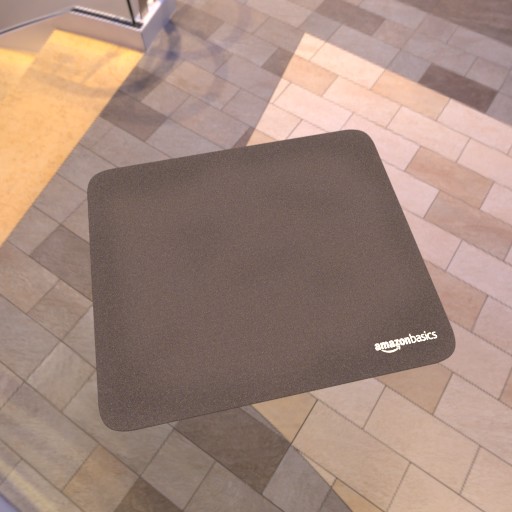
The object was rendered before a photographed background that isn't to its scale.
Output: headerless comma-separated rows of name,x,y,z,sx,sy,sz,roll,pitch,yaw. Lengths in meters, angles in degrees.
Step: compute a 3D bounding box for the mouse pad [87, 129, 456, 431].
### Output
mouse pad,0.000,0.000,0.431,0.315,0.002,0.269,-11,64,-5
